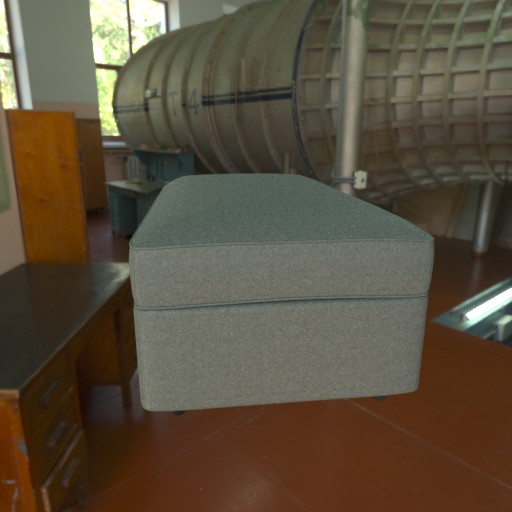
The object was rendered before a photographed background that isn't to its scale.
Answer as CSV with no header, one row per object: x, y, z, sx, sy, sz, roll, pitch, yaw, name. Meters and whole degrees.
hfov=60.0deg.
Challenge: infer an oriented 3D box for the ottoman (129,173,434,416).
0.000,0.000,1.538,0.681,0.494,1.173,-2,16,-7,ottoman
